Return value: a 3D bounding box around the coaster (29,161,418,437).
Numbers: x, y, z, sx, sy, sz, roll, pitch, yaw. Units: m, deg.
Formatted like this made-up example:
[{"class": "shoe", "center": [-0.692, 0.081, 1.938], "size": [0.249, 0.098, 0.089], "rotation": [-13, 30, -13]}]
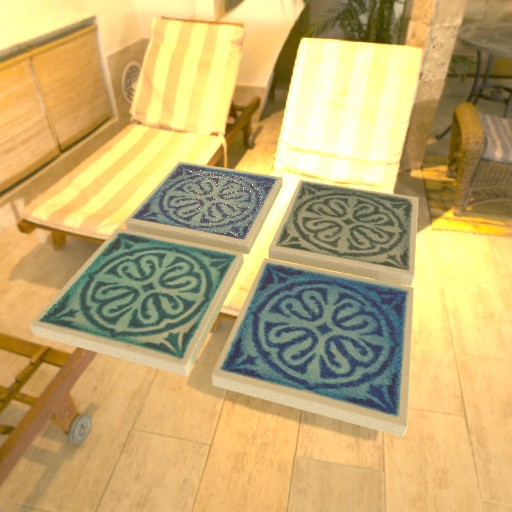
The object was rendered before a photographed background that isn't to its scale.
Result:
[{"class": "coaster", "center": [0.000, 0.000, 0.320], "size": [0.219, 0.010, 0.214], "rotation": [11, 41, 13]}]
